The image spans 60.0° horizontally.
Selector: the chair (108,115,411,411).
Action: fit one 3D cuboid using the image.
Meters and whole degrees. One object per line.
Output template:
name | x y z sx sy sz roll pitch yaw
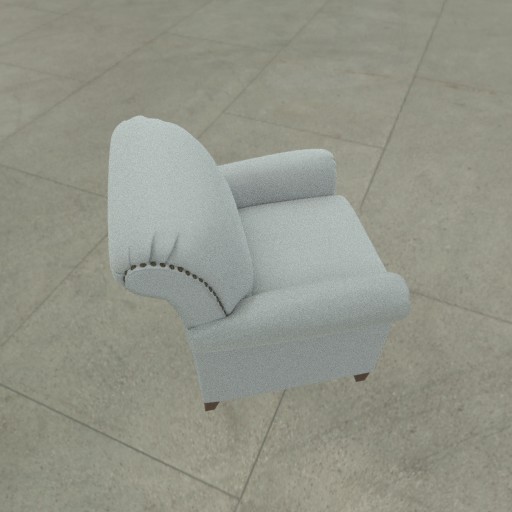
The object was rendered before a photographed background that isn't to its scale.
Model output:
chair | 0.000 0.000 1.643 0.890 0.927 0.854 -9 48 -8
